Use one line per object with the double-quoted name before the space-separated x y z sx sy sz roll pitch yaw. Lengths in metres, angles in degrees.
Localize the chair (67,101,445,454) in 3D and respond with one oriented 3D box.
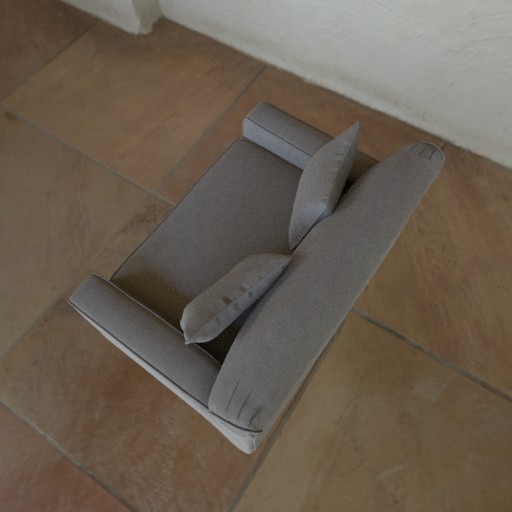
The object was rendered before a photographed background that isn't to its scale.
"chair" 0.000 0.000 2.067 0.992 0.953 1.395 33 68 15
